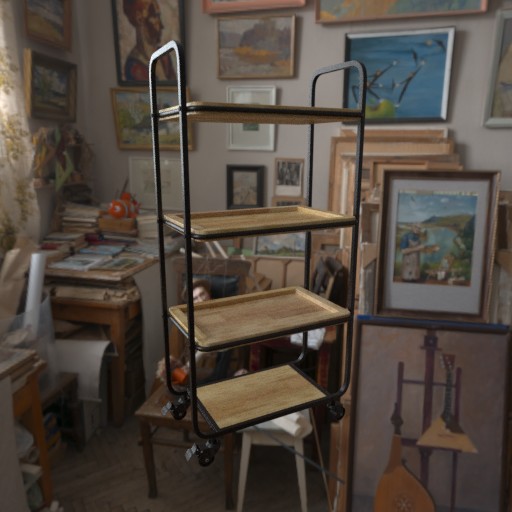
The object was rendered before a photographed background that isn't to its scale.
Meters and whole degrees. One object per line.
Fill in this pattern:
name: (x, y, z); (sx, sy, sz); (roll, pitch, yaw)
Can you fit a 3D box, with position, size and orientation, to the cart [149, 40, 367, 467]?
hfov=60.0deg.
cart: (0.000, 0.000, 1.296); (0.545, 1.080, 0.321); (-7, 15, -26)
